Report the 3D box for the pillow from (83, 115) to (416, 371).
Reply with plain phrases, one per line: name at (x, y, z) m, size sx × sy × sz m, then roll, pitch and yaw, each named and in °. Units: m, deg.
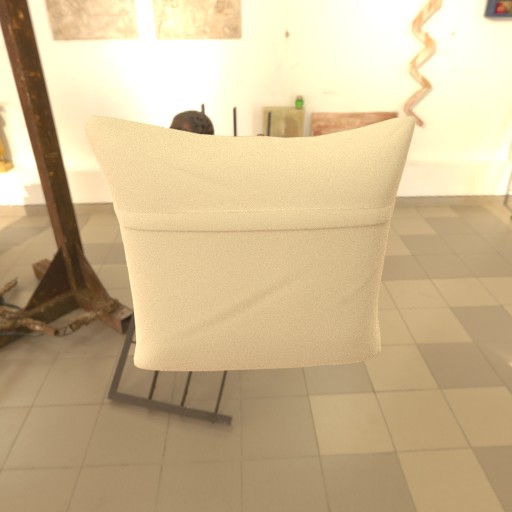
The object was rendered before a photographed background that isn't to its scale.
pillow at (0.000, 0.000, 0.747) m, size 0.484 × 0.470 × 0.192 m, roll -2°, pitch 30°, yaw -3°
